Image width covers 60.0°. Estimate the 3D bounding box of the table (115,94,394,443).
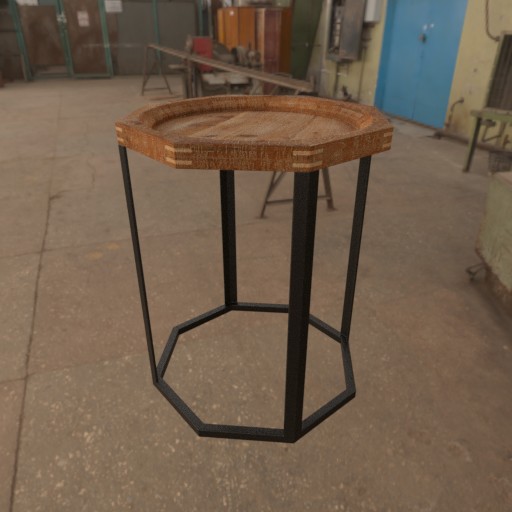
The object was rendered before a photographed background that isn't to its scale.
[{"bbox_3d":[0.000,0.000,0.874,0.458,0.543,0.458,-8,29,-15],"label":"table"}]
